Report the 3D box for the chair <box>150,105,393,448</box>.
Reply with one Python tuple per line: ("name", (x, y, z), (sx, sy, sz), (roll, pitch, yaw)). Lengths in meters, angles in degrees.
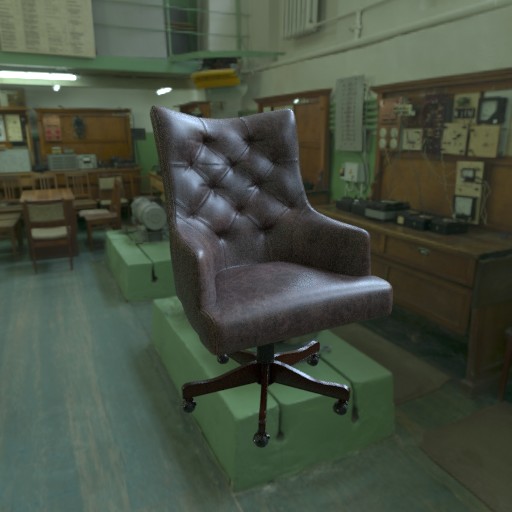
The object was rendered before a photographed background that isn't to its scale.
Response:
("chair", (0.000, 0.000, 1.589), (0.641, 1.035, 0.762), (-8, 18, -26))
